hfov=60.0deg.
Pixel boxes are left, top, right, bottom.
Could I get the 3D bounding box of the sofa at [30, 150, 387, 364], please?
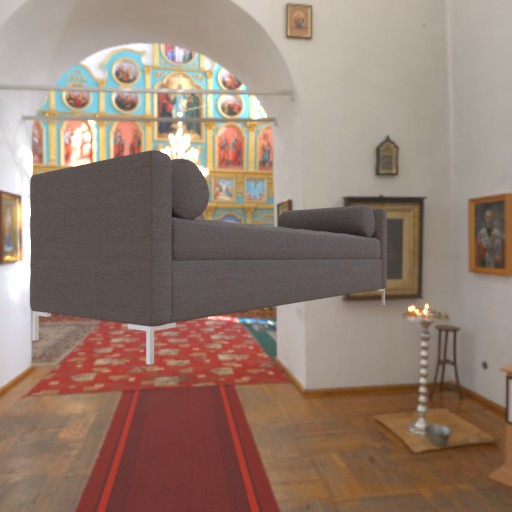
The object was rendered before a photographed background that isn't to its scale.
[{"bbox_3d":[0.000,0.000,2.268,0.686,0.635,1.981,0,0,36],"label":"sofa"}]
